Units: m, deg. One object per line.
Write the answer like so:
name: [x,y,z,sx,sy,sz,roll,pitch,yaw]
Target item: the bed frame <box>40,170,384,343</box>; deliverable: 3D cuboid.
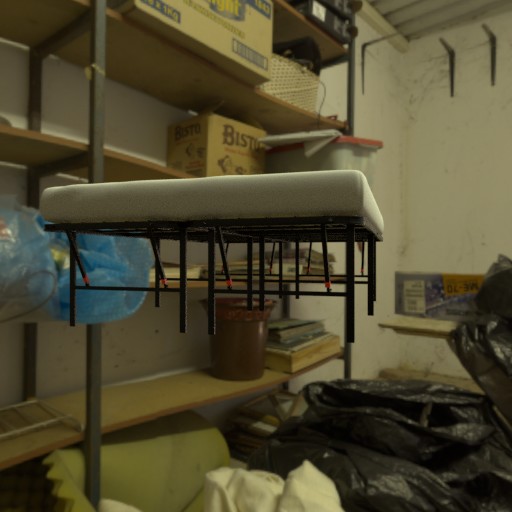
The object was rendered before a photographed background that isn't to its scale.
bed frame: [0.000,0.000,2.572,1.372,0.637,1.905,0,0,18]
